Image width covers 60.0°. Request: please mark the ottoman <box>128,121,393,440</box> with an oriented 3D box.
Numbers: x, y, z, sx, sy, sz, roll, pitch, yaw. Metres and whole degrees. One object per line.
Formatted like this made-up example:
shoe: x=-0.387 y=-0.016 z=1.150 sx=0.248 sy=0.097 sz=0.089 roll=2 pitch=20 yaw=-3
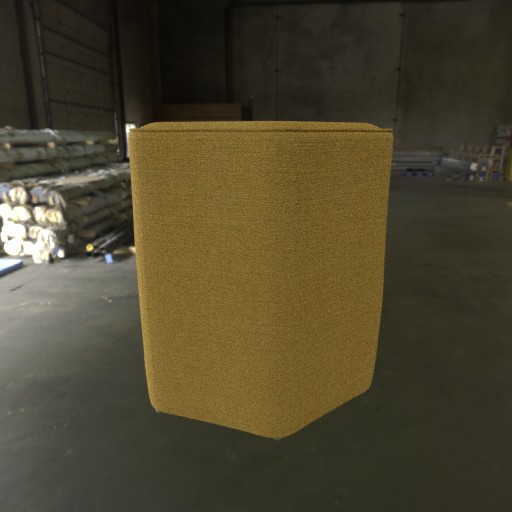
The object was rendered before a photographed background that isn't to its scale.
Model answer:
ottoman: x=0.000 y=0.000 z=0.878 sx=0.443 sy=0.502 sz=0.494 roll=-3 pitch=16 yaw=-10
